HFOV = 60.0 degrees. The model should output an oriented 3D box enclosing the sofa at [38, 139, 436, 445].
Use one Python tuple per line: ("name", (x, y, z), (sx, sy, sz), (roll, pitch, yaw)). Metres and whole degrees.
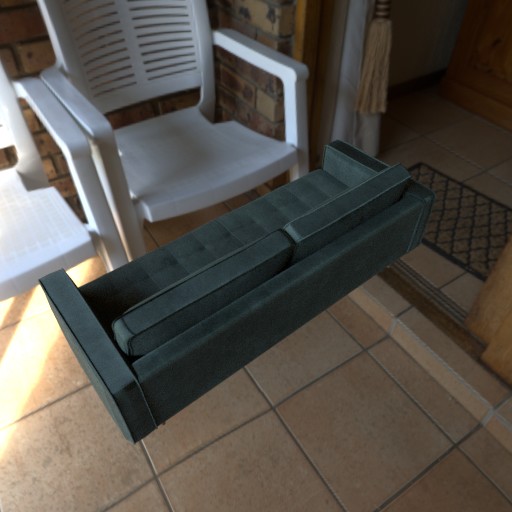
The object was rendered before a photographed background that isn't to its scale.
("sofa", (0.000, 0.000, 2.627), (2.214, 0.781, 0.886), (-30, 52, -26))
